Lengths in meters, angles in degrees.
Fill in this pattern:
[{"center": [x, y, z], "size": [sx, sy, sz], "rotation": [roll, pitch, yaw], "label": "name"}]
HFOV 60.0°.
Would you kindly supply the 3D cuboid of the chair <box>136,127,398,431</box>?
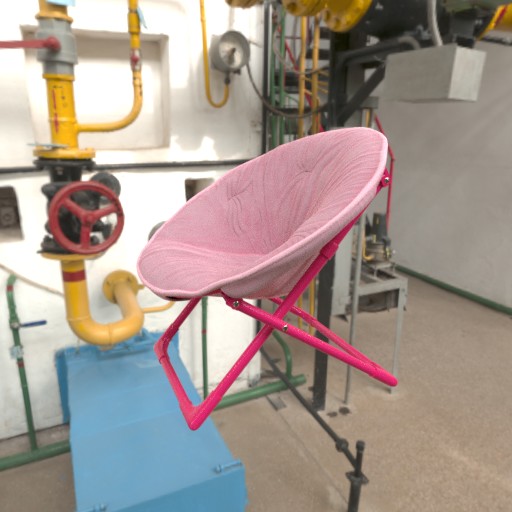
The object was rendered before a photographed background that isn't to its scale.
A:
[{"center": [0.000, 0.000, 0.886], "size": [0.459, 0.494, 0.522], "rotation": [-7, 18, -23], "label": "chair"}]
